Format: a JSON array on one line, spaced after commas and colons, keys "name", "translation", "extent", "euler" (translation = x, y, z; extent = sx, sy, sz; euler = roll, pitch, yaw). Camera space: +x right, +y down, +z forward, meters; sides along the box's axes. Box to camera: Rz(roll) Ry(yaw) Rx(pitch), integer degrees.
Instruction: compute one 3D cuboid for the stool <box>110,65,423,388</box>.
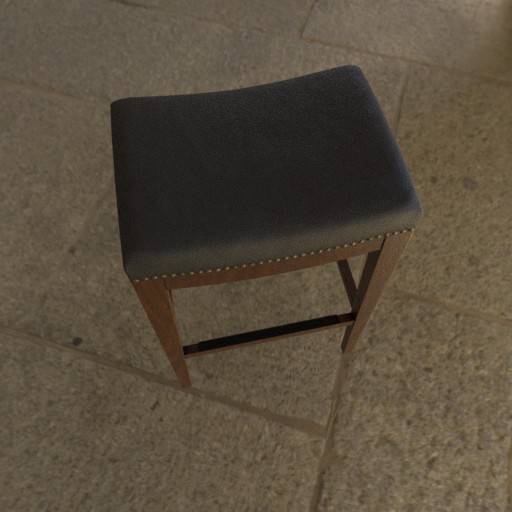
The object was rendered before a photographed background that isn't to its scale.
[{"name": "stool", "translation": [0.000, 0.000, 1.021], "extent": [0.500, 0.765, 0.361], "euler": [-11, 63, -5]}]
